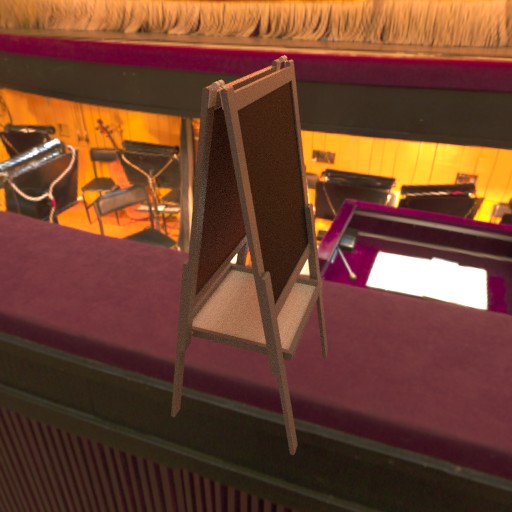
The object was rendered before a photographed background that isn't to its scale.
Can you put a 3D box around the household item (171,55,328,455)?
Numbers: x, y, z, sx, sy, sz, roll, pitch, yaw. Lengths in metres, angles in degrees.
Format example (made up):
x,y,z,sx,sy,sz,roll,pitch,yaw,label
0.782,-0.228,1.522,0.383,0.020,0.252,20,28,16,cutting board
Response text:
x,y,z,sx,sy,sz,roll,pitch,yaw,label
0.000,0.000,1.479,0.469,1.172,0.531,11,32,17,household item
